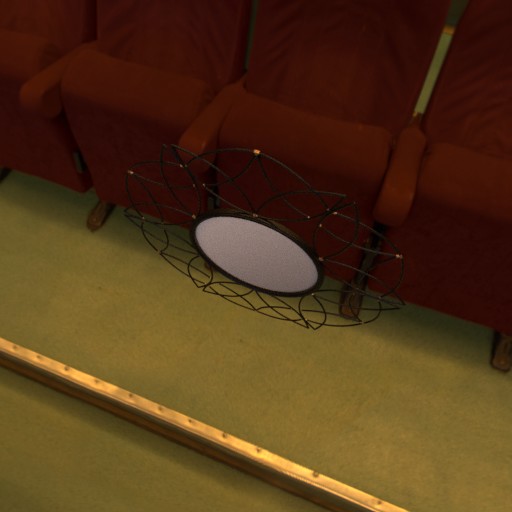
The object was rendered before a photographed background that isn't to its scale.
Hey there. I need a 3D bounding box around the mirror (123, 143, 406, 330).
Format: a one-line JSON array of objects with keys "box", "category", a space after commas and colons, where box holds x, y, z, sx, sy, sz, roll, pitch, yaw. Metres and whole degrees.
[{"box": [0.000, 0.000, 1.181, 0.797, 0.775, 0.028, 18, 61, 10], "category": "mirror"}]
